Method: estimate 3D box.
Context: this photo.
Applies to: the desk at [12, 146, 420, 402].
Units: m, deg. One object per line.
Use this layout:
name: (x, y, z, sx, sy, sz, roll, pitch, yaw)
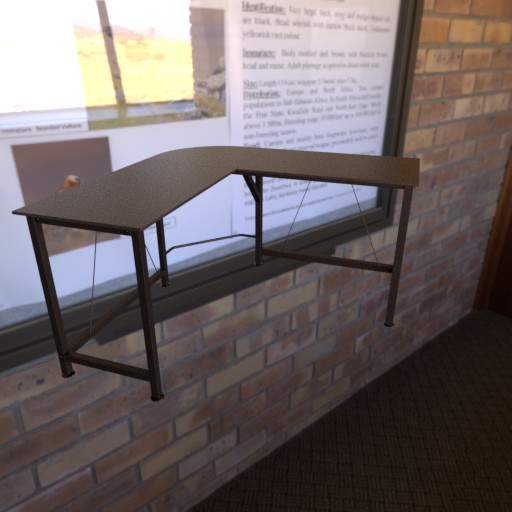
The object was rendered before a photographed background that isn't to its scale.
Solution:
desk: (0.000, 0.000, 2.166, 1.400, 0.762, 1.400, 8, 26, 17)
